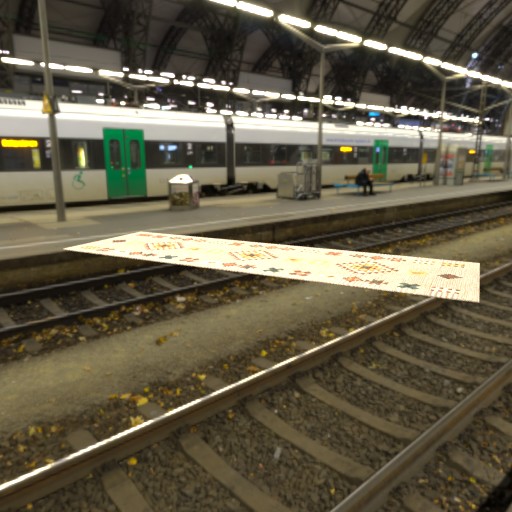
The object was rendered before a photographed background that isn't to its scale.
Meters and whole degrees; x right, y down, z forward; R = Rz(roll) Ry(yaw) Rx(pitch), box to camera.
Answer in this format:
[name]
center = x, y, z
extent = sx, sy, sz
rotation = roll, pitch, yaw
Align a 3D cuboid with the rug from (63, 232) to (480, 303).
[rug]
center = 0.000, 0.000, 2.689
extent = 2.432, 0.008, 0.766
rotation = 6, 14, 26
